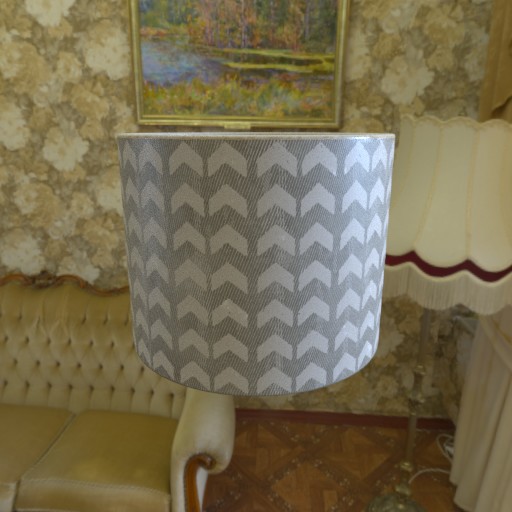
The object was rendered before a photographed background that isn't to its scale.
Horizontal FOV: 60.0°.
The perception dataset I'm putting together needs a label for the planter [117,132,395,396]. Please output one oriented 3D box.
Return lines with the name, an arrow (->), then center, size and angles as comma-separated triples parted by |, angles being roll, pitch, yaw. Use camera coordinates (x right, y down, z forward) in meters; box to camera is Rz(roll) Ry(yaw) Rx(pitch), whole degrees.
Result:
planter -> 0.000, 0.000, 0.448 | 0.250, 0.239, 0.250 | 0, 16, 0
